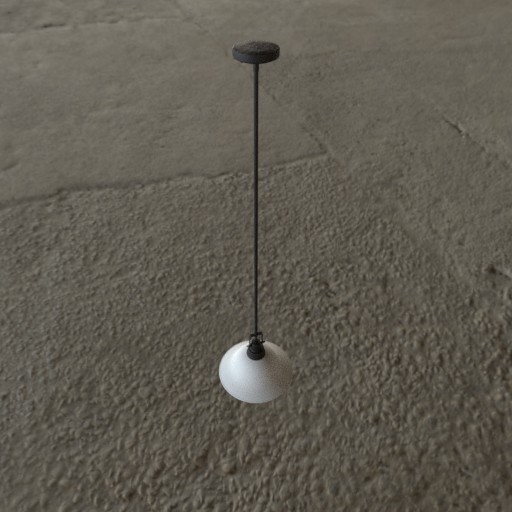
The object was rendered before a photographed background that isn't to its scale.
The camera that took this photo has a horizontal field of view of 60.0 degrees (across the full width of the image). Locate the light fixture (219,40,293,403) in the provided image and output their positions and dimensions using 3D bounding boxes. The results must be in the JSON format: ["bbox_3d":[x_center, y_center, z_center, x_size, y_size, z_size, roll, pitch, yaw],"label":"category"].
[{"bbox_3d":[0.000,0.000,1.506,0.324,1.337,0.324,-13,43,-14],"label":"light fixture"}]
